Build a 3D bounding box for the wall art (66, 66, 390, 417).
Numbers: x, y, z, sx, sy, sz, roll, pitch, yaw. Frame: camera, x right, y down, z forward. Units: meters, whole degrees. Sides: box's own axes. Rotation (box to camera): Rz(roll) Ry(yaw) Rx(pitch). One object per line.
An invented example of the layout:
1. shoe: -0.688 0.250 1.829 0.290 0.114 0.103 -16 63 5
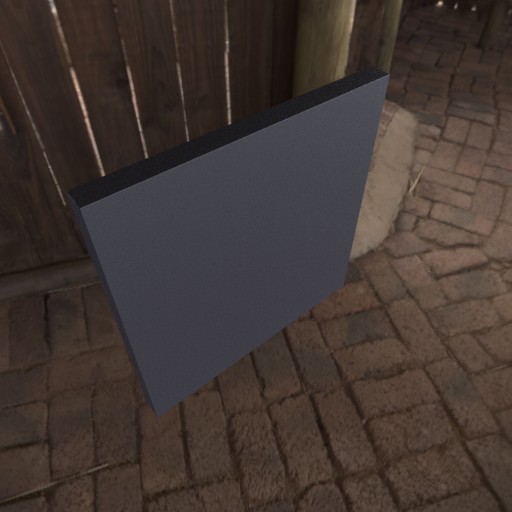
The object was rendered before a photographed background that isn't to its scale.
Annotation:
1. wall art: 0.000 0.000 0.767 0.507 0.507 0.038 -31 53 -26
